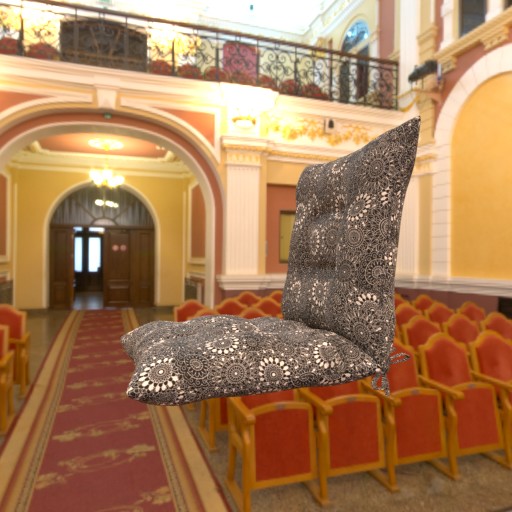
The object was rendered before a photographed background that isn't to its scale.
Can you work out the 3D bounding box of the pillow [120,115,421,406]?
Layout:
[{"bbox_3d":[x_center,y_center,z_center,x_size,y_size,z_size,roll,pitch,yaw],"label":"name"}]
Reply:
[{"bbox_3d":[0.000,0.000,1.005,0.585,0.536,0.541,0,0,-18],"label":"pillow"}]
